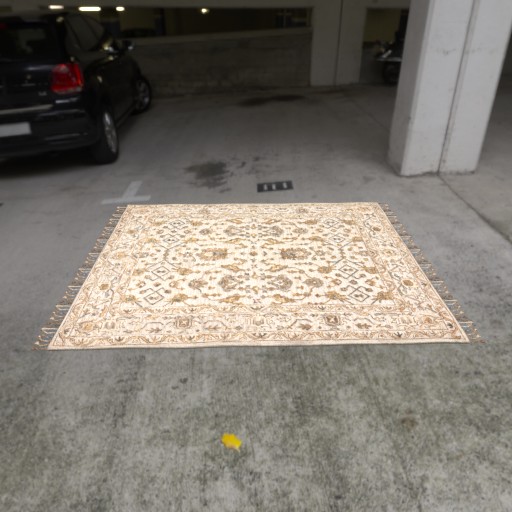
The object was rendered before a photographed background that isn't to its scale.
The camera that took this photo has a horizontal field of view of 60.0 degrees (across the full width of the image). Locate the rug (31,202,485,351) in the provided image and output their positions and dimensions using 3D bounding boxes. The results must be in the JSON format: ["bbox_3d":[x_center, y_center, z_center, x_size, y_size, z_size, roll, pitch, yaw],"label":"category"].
[{"bbox_3d":[0.000,0.000,3.993,3.061,0.034,2.426,-1,30,-1],"label":"rug"}]
